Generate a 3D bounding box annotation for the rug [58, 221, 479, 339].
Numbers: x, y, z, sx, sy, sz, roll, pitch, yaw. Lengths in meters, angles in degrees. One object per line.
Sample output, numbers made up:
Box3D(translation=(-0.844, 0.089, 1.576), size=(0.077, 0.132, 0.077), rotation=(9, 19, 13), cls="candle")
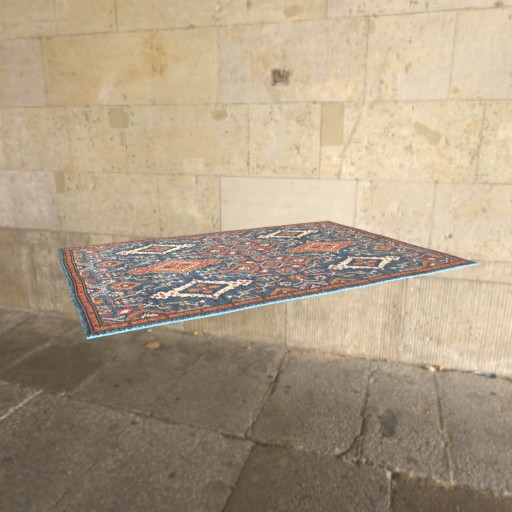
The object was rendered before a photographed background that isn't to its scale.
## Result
Box3D(translation=(0.000, 0.000, 2.977), size=(2.373, 0.009, 1.622), rotation=(-8, 17, -26), cls="rug")
